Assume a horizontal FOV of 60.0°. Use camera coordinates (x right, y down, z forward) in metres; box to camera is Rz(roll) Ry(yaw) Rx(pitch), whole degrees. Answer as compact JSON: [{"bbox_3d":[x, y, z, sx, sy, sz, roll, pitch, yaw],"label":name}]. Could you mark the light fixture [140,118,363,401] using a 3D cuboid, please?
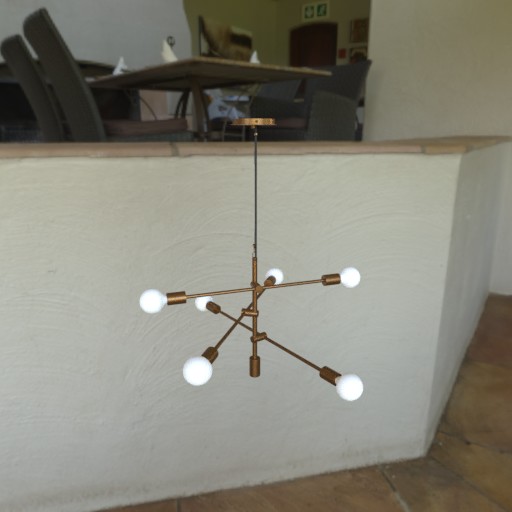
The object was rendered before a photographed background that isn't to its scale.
[{"bbox_3d":[0.000,0.000,1.259,0.637,0.744,0.682,-2,16,-8],"label":"light fixture"}]
